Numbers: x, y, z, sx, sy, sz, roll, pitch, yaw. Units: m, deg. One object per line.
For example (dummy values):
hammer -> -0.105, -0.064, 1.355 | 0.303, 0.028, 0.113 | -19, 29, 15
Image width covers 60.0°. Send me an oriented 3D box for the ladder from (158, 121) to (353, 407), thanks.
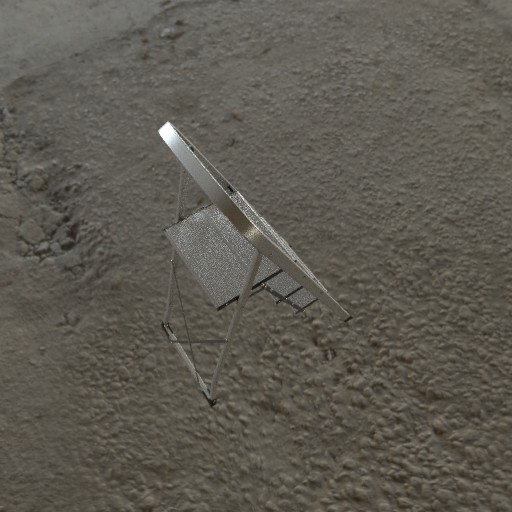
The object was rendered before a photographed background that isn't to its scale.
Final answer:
ladder -> 0.000, 0.000, 1.454 | 0.704, 1.070, 0.465 | -30, 64, -17
